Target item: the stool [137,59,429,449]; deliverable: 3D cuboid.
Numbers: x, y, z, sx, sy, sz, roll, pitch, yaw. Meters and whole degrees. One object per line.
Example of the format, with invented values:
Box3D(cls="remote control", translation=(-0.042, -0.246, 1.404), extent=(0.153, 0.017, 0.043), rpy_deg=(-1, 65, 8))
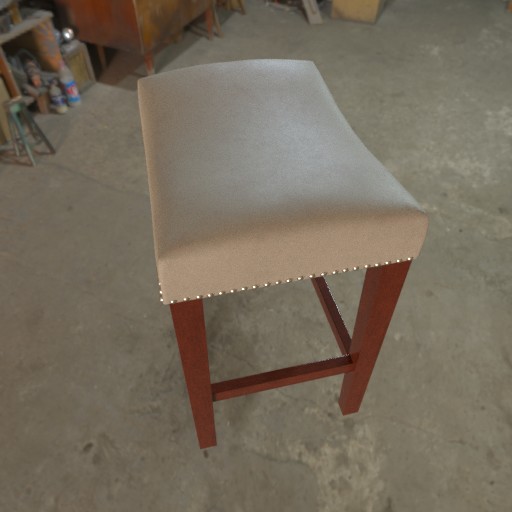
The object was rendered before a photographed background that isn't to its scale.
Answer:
Box3D(cls="stool", translation=(0.000, 0.000, 0.931), extent=(0.375, 0.632, 0.509), rpy_deg=(-10, 48, -9))
